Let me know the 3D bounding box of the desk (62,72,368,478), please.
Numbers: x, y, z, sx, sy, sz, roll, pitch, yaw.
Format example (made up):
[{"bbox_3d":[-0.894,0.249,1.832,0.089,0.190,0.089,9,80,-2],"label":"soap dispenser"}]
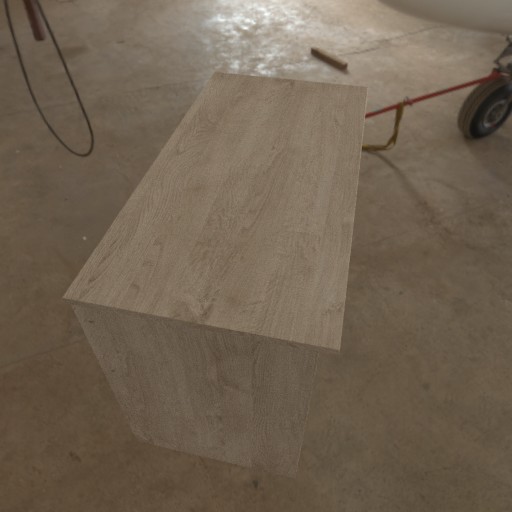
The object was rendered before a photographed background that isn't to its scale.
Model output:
[{"bbox_3d":[0.000,0.000,1.488,0.560,0.730,1.096,9,47,9],"label":"desk"}]
